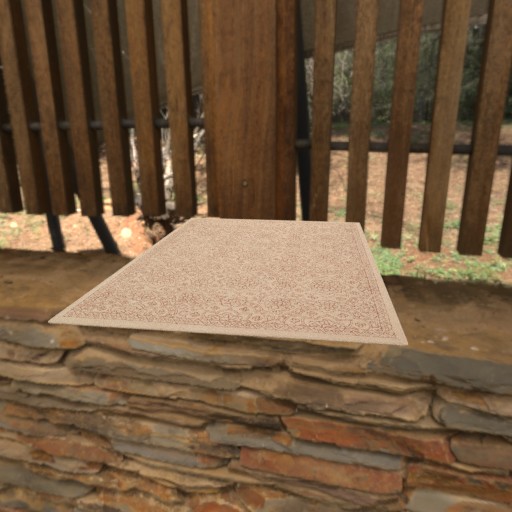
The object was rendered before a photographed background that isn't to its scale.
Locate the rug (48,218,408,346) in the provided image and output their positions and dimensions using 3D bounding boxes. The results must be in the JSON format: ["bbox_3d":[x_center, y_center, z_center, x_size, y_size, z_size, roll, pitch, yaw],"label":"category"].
[{"bbox_3d":[0.000,0.000,2.333,1.219,0.010,1.829,2,17,8],"label":"rug"}]
